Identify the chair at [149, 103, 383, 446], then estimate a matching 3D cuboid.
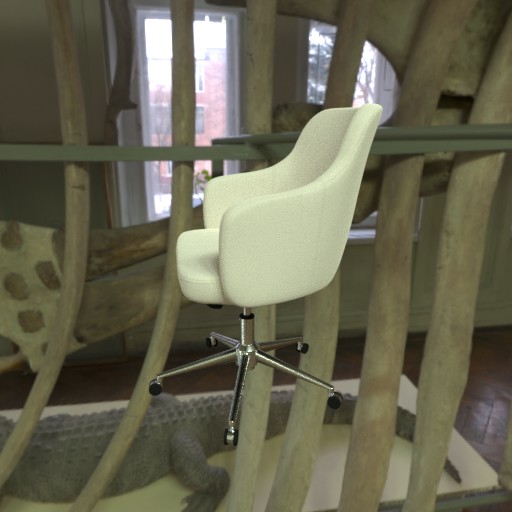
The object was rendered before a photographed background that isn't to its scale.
[{"bbox_3d":[0.000,0.000,1.269,0.647,0.819,0.602,-3,16,-10],"label":"chair"}]
